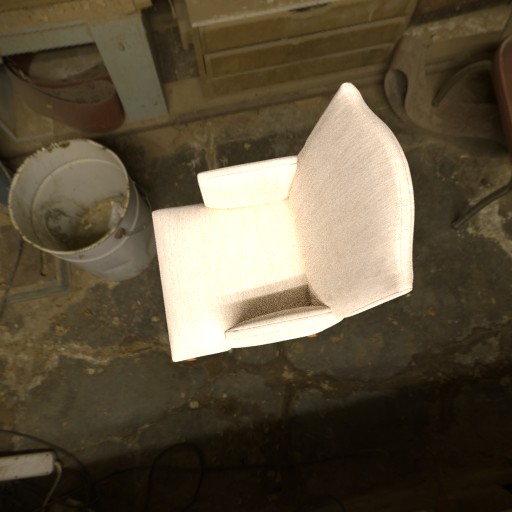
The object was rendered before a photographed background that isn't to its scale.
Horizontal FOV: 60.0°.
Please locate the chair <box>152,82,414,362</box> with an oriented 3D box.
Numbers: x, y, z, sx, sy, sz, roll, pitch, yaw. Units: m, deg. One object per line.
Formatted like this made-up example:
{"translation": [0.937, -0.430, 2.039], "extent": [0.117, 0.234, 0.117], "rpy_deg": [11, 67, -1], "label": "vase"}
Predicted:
{"translation": [0.000, 0.000, 1.376], "extent": [0.641, 1.016, 0.533], "rpy_deg": [-11, 75, -3], "label": "chair"}
